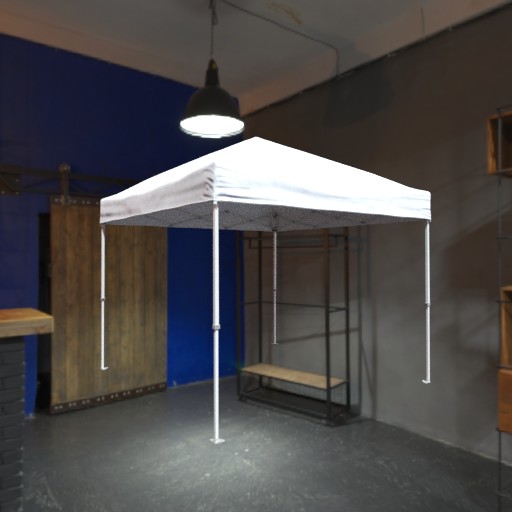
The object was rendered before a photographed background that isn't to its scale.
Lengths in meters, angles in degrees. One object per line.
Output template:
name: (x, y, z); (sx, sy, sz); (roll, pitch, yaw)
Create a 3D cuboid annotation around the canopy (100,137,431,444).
canopy: (0.000, 0.000, 5.582); (2.998, 2.997, 2.996); (0, 0, -36)
